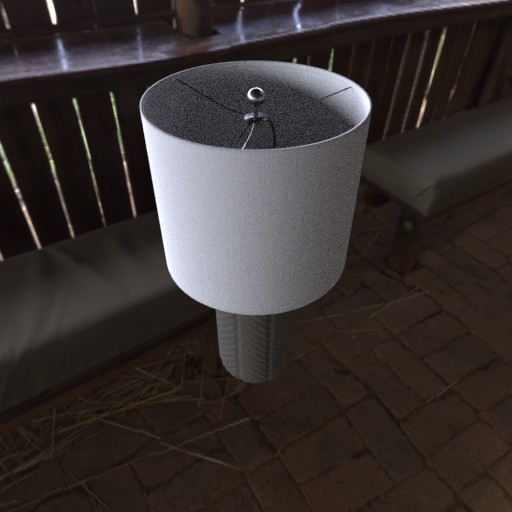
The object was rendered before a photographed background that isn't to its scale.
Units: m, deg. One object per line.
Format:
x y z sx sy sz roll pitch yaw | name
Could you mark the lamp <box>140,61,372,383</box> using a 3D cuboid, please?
0.000 0.000 0.516 0.203 0.389 0.203 26 47 27 | lamp
